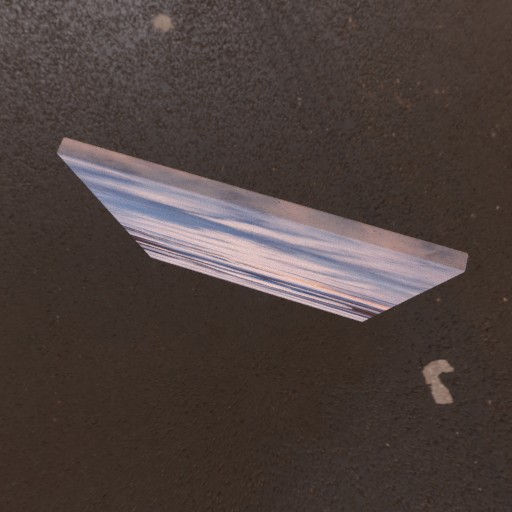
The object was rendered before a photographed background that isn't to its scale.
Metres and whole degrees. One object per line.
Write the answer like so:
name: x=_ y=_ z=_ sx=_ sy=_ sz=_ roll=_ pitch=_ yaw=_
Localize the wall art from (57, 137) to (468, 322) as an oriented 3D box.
wall art: x=0.000 y=0.000 z=1.137 sx=0.747 sy=0.747 sz=0.035 roll=17 pitch=76 yaw=4
